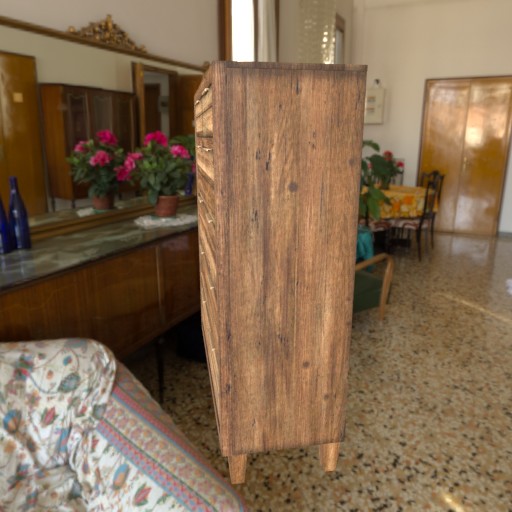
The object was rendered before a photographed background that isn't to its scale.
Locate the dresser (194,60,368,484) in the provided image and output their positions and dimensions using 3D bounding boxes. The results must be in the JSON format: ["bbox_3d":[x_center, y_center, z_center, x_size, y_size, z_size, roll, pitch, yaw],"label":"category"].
[{"bbox_3d":[0.000,0.000,1.875,0.438,1.359,1.067,-3,15,-10],"label":"dresser"}]
